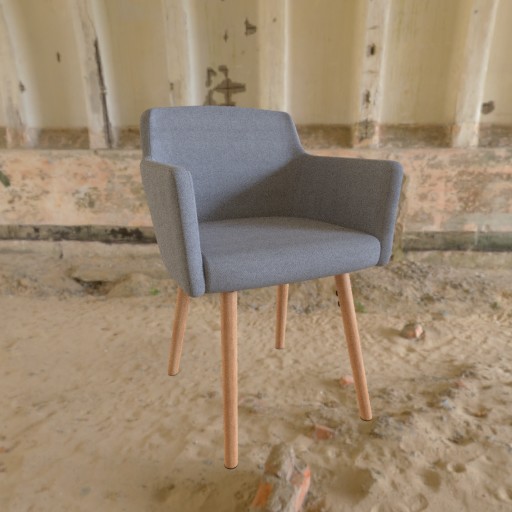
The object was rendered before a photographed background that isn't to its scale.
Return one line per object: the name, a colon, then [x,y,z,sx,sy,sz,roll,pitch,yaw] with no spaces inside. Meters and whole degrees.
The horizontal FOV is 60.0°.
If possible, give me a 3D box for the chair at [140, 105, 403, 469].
chair: [0.000,0.000,1.171,0.570,0.780,0.540,-8,17,-26]
